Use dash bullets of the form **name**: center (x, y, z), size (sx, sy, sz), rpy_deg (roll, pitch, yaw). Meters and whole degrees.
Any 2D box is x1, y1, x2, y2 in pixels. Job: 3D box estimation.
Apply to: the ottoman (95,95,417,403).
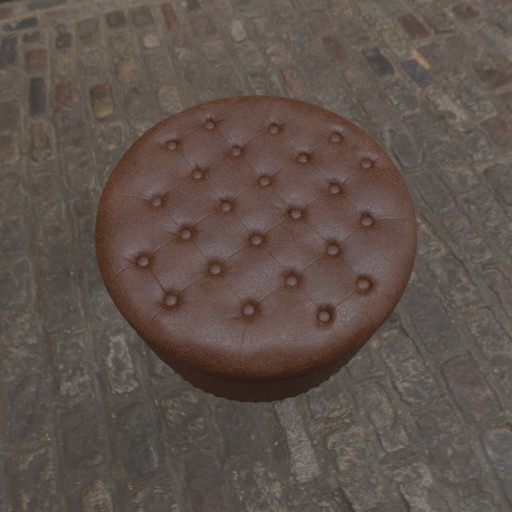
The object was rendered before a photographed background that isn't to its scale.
- **ottoman**: center (0.000, 0.000, 1.050), size (0.637, 0.442, 0.637), rpy_deg (0, 64, 0)
